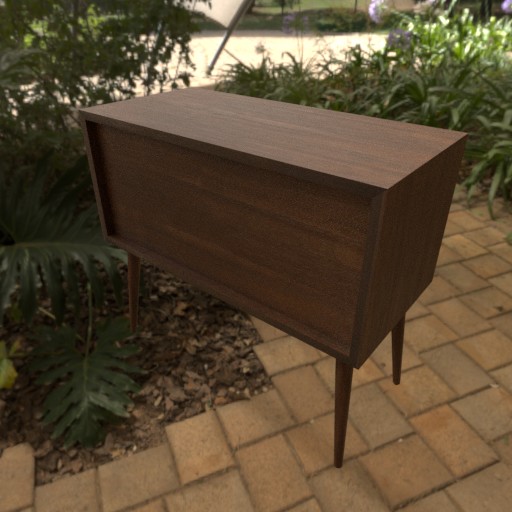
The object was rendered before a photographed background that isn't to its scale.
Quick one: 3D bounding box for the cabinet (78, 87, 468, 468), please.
[{"bbox_3d":[0.000,0.000,1.084,0.743,0.654,0.354,23,38,33],"label":"cabinet"}]
